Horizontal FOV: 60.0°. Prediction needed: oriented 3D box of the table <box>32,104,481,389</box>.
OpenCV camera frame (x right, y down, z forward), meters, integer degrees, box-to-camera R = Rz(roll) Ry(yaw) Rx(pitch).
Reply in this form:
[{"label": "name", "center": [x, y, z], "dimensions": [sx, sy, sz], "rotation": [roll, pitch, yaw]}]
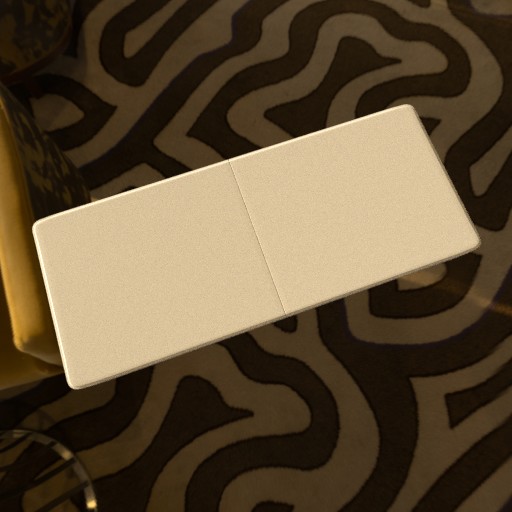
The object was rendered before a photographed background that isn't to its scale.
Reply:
[{"label": "table", "center": [0.000, 0.000, 2.270], "dimensions": [1.829, 0.719, 0.761], "rotation": [-19, 75, -5]}]
